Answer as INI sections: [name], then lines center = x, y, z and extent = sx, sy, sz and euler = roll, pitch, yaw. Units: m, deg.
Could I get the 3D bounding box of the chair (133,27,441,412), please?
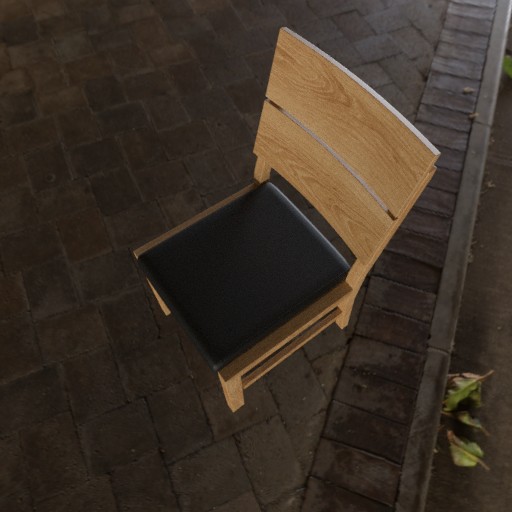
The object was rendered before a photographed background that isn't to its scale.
[chair]
center = 0.000, 0.000, 1.274
extent = 0.569, 0.950, 0.475
euler = -33, 67, -17
